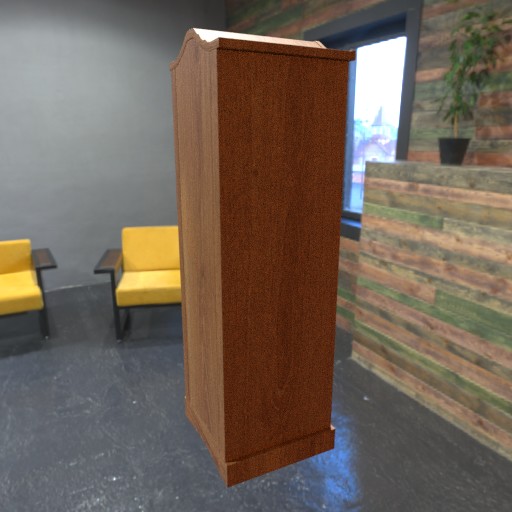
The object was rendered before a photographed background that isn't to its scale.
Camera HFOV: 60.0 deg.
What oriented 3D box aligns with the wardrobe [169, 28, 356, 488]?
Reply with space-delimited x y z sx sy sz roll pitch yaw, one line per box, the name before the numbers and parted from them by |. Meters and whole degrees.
wardrobe | 0.000 0.000 2.059 0.570 1.870 0.590 -7 16 -26
